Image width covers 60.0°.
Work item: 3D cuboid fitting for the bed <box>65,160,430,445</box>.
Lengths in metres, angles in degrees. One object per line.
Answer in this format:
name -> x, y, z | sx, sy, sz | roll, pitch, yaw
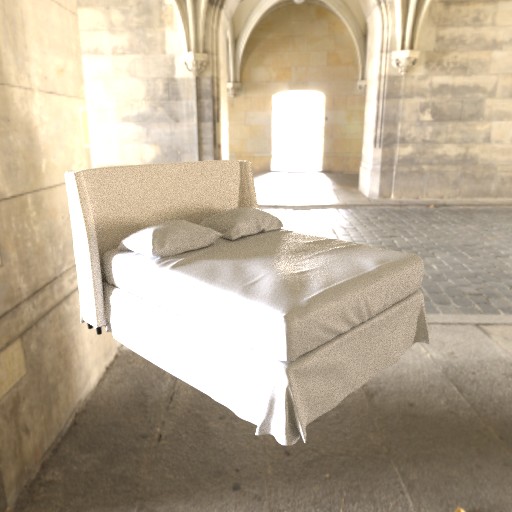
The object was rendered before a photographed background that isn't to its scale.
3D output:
bed -> 0.000, 0.000, 3.474 | 2.276, 1.332, 1.925 | 15, 21, 42
